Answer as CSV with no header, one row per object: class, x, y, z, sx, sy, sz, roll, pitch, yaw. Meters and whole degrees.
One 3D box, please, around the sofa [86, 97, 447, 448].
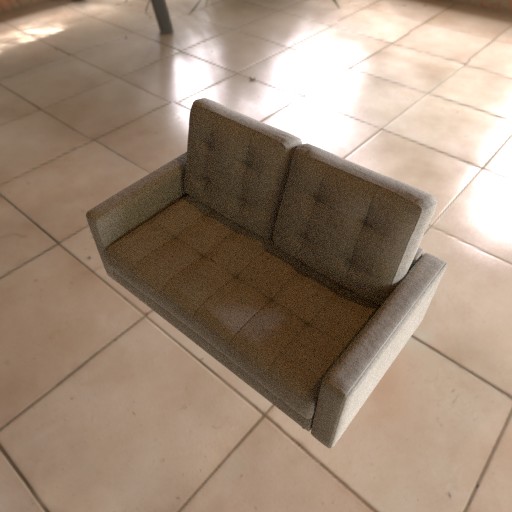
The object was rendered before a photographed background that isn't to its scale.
sofa,0.000,0.000,1.997,1.407,0.907,0.842,31,54,26
